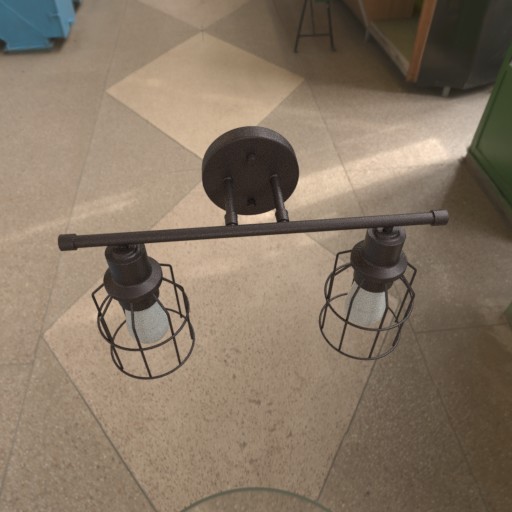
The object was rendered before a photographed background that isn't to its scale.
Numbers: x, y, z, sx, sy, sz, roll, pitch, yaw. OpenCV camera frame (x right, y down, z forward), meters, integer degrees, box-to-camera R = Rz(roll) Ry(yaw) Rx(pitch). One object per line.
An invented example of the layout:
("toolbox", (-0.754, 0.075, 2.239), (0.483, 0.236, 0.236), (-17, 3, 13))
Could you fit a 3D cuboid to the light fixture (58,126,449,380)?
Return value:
("light fixture", (0.000, 0.000, 0.535), (0.406, 0.254, 0.165), (-4, 47, -4))
